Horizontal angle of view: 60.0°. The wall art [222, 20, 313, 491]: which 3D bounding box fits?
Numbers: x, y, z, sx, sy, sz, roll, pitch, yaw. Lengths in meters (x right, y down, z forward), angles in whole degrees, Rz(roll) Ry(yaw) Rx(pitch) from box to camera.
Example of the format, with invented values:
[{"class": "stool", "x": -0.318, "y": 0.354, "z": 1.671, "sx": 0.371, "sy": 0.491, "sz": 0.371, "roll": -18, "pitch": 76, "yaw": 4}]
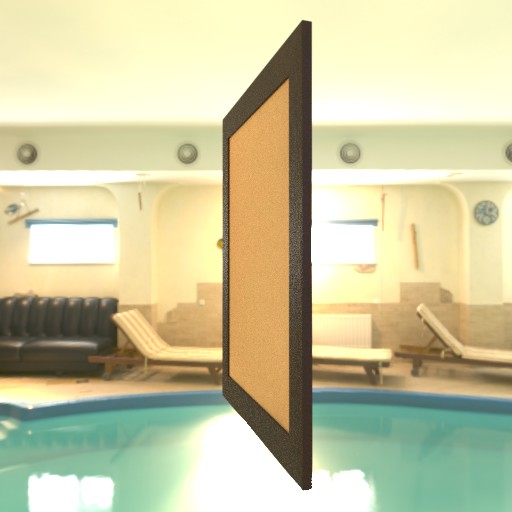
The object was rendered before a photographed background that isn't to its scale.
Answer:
[{"class": "wall art", "x": 0.000, "y": 0.000, "z": 0.649, "sx": 0.013, "sy": 0.508, "sz": 0.359, "roll": 0, "pitch": -1, "yaw": -18}]
